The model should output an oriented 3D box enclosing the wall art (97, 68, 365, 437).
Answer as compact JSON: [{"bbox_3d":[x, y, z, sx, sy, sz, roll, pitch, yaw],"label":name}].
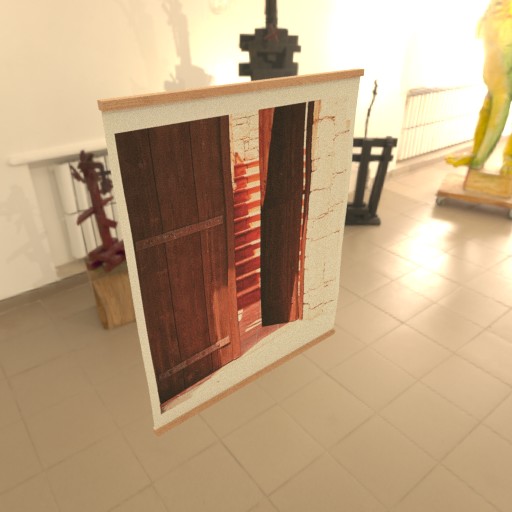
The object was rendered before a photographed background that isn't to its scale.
[{"bbox_3d":[0.000,0.000,0.686,0.406,0.508,0.013,-21,36,-33],"label":"wall art"}]
